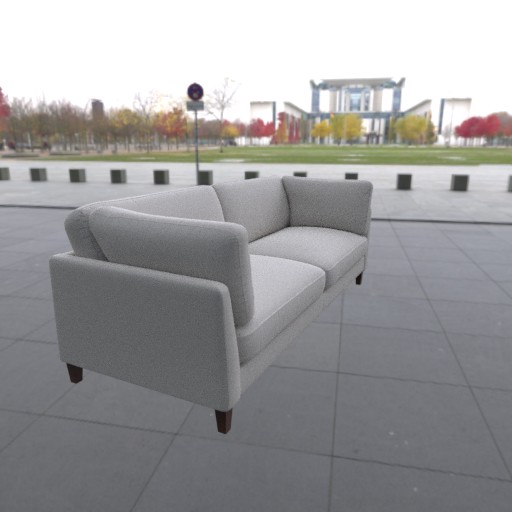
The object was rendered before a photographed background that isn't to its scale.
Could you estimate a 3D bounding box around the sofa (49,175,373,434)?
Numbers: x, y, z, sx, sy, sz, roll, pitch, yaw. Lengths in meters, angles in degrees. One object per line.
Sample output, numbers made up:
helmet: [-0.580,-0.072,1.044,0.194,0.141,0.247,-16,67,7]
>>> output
sofa: [0.000,0.000,2.769,0.957,0.863,2.301,7,16,26]
